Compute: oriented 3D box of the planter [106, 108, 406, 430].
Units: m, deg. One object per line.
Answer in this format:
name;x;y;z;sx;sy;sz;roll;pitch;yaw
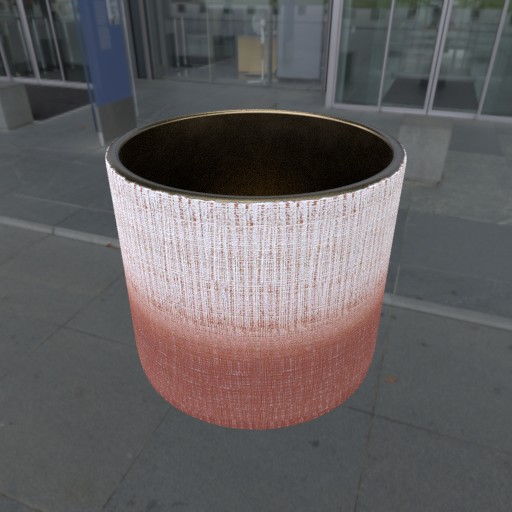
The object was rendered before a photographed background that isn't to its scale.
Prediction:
planter;0.000;0.000;0.383;0.221;0.201;0.221;0;31;0
